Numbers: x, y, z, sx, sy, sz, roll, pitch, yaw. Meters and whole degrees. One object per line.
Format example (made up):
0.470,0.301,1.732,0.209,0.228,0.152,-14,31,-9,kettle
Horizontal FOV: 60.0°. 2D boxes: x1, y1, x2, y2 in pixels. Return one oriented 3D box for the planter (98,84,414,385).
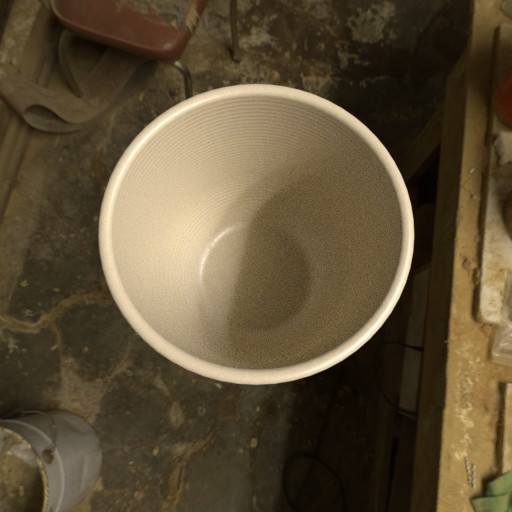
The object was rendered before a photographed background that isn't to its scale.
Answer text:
0.000,0.000,0.310,0.170,0.153,0.170,0,75,0,planter
